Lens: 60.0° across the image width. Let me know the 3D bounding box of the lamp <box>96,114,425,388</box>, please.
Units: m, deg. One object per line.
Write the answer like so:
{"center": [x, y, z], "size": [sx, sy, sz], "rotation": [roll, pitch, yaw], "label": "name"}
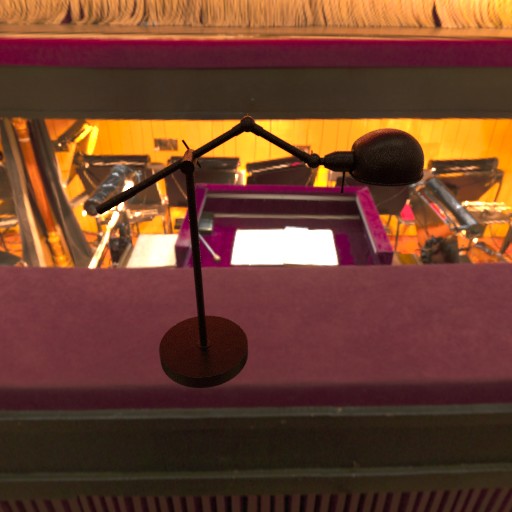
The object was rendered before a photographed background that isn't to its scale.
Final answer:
{"center": [0.000, 0.000, 0.815], "size": [0.567, 0.495, 0.185], "rotation": [0, 32, 0], "label": "lamp"}
